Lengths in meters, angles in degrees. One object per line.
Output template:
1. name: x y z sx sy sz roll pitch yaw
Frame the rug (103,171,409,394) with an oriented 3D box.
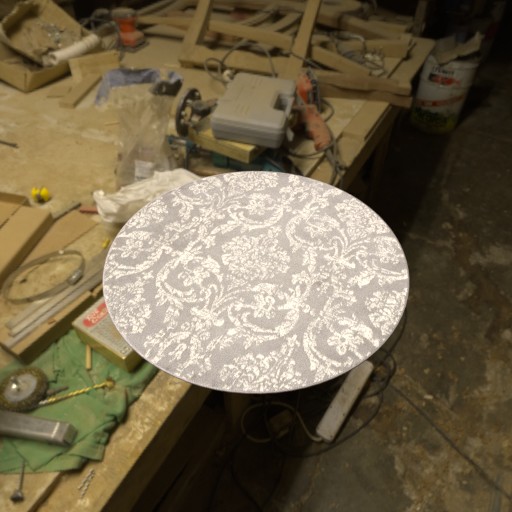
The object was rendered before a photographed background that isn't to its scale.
1. rug: 0.000 0.000 2.368 1.593 0.012 1.593 0 45 0
